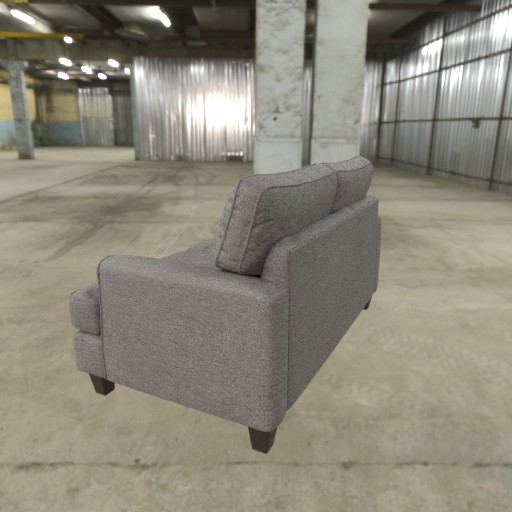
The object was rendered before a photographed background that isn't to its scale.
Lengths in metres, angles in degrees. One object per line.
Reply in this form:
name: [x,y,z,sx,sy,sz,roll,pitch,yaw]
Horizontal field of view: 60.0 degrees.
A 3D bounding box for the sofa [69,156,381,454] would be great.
sofa: [0.000,0.000,2.286,0.965,0.965,1.651,8,17,26]
